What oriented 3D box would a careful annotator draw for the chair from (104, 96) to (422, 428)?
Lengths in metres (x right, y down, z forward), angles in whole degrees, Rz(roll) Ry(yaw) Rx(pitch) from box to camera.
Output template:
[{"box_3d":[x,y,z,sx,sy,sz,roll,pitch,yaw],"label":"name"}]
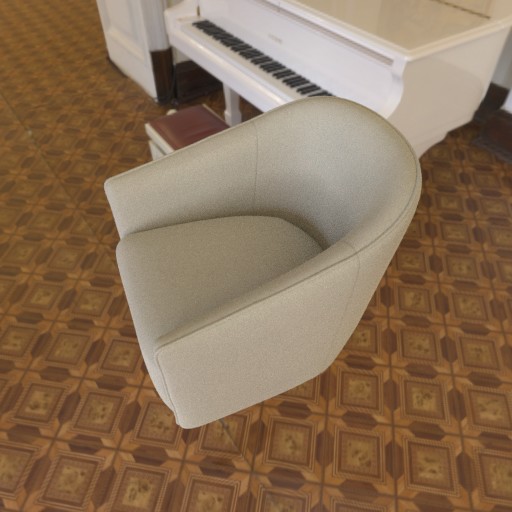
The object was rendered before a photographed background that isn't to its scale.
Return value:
[{"box_3d":[0.000,0.000,1.475,0.875,0.799,0.747,-17,50,-15],"label":"chair"}]
